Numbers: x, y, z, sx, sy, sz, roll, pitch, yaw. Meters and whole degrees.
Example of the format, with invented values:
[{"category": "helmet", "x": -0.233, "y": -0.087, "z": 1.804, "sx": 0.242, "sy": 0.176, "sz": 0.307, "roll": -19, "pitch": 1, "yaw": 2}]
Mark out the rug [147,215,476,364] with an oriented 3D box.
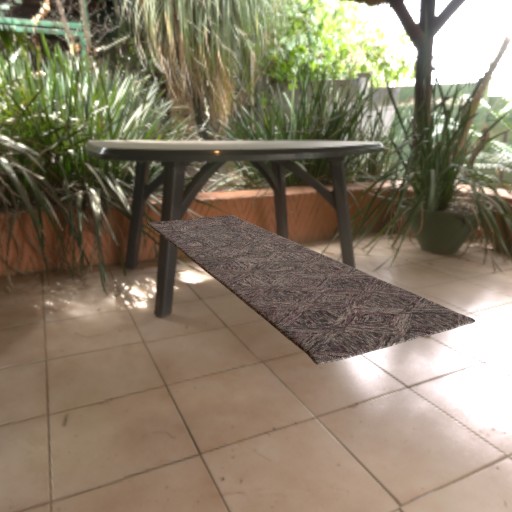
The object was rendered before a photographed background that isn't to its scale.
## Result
[{"category": "rug", "x": 0.000, "y": 0.000, "z": 2.499, "sx": 0.719, "sy": 0.013, "sz": 2.305, "roll": -8, "pitch": 18, "yaw": -25}]
